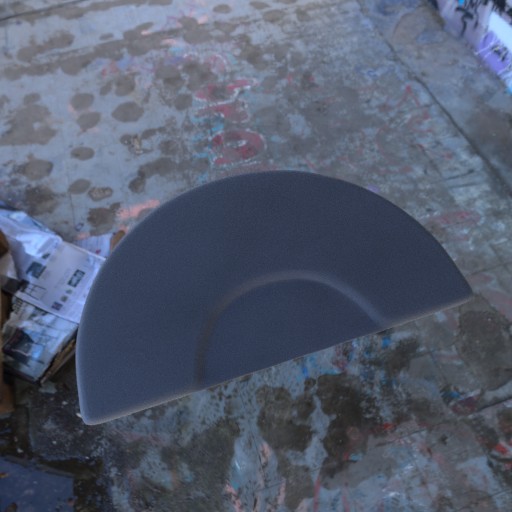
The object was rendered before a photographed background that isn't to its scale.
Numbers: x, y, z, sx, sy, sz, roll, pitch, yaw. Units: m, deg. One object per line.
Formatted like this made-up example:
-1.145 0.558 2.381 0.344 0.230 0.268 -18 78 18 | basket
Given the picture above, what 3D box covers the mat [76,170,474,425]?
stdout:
0.000 0.000 1.827 1.525 0.016 0.917 -16 60 -10 | mat
